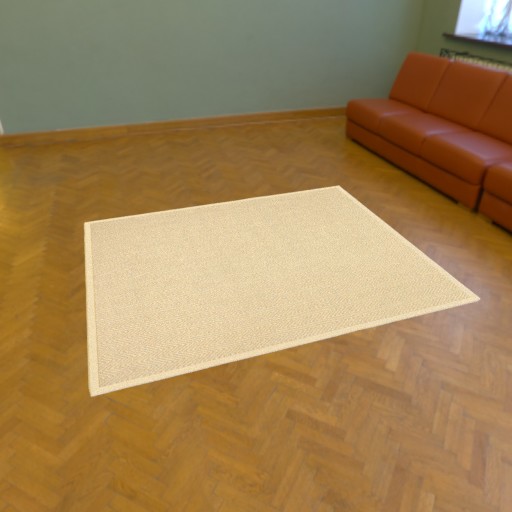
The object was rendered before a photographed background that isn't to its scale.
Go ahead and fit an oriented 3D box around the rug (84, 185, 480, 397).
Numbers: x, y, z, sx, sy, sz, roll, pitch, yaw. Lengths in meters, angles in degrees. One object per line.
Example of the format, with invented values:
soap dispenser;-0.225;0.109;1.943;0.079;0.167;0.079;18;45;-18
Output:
rug;0.000;0.000;4.115;3.009;0.019;2.423;-10;34;-16
